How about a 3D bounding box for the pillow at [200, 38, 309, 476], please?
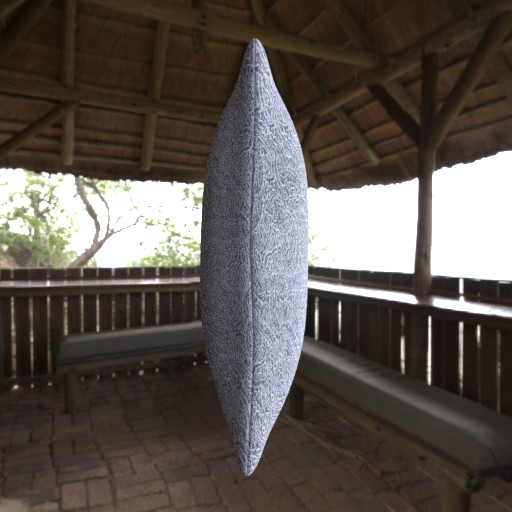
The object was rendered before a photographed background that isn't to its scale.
[{"bbox_3d":[0.000,0.000,0.773,0.166,0.510,0.523,0,1,1],"label":"pillow"}]
